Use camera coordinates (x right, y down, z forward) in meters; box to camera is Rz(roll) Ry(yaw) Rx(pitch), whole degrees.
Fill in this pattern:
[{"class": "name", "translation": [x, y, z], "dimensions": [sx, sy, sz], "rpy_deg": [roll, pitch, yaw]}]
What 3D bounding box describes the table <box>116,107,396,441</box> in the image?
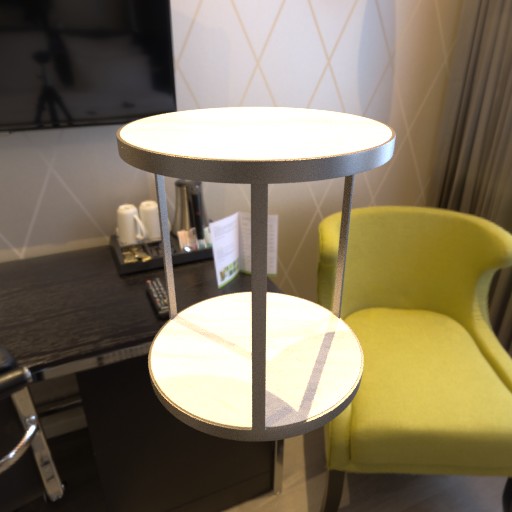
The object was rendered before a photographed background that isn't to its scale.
[{"class": "table", "translation": [0.000, 0.000, 0.839], "dimensions": [0.445, 0.479, 0.445], "rpy_deg": [0, 27, 0]}]
